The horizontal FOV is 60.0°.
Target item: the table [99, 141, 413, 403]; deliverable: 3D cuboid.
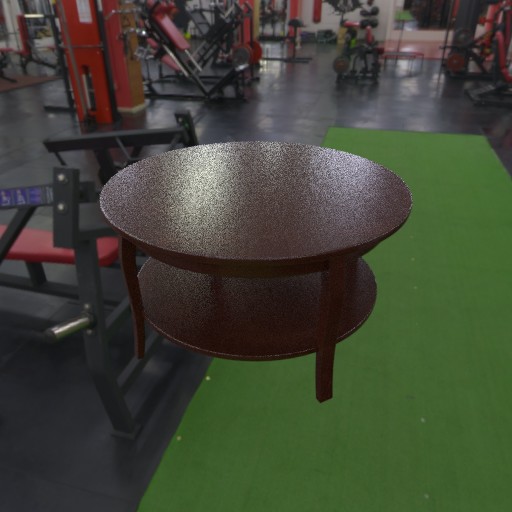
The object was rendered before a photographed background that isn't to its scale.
[{"bbox_3d":[0.000,0.000,1.474,0.911,0.512,0.911,0,30,0],"label":"table"}]
